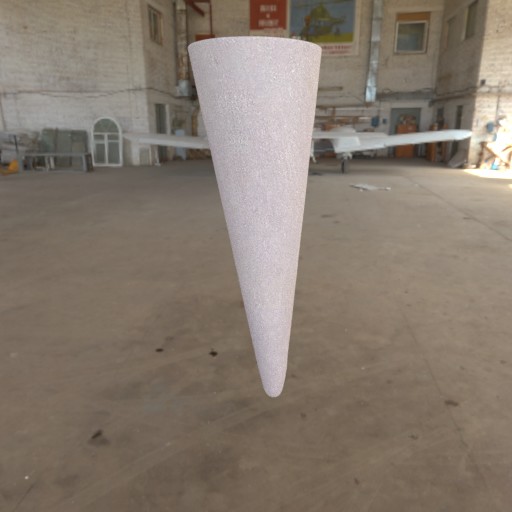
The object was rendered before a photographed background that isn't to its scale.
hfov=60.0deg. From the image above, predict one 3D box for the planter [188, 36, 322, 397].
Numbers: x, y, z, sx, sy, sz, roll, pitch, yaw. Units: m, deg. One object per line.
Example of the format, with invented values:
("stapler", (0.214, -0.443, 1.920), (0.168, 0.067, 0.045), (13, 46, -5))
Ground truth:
("planter", (0.000, 0.000, 0.303), (0.078, 0.259, 0.087), (8, 19, 25))
